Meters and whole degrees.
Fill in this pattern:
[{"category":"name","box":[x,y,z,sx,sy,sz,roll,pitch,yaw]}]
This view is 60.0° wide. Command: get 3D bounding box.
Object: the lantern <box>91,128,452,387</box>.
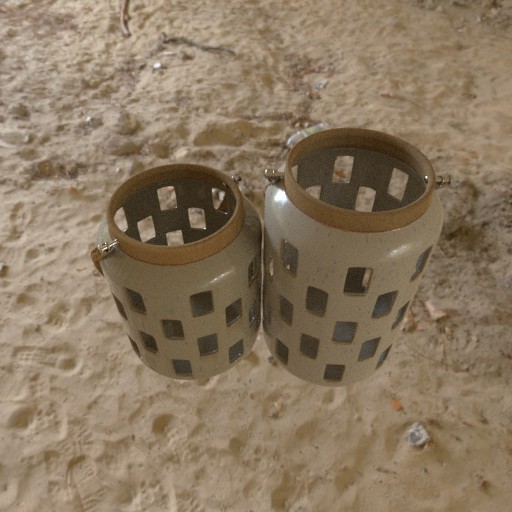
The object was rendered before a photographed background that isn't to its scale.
[{"category":"lantern","box":[0.000,0.000,0.485,0.347,0.255,0.184,2,47,2]}]
